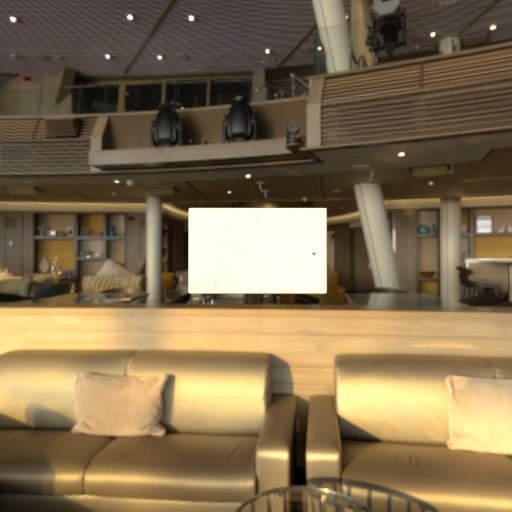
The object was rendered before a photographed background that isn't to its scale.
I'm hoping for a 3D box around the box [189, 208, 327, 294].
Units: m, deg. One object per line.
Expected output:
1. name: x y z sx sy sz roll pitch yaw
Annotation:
1. box: 0.000 0.000 0.491 0.082 0.051 0.461 0 -1 0
